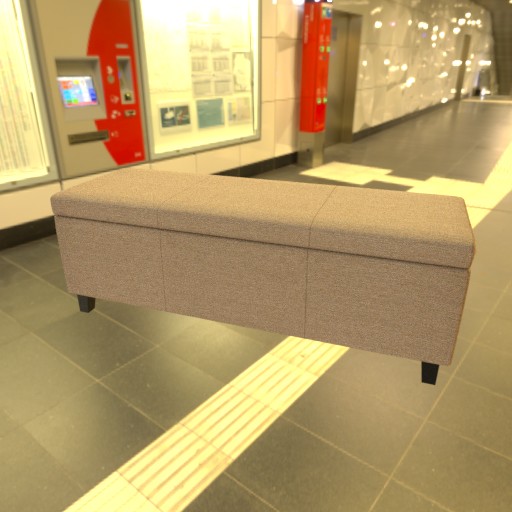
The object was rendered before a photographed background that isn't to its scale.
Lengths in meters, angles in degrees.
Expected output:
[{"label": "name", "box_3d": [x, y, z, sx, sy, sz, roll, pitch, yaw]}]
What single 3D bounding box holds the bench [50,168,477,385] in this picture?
[{"label": "bench", "box_3d": [0.000, 0.000, 1.487, 1.269, 0.438, 0.446, 8, 25, 18]}]
